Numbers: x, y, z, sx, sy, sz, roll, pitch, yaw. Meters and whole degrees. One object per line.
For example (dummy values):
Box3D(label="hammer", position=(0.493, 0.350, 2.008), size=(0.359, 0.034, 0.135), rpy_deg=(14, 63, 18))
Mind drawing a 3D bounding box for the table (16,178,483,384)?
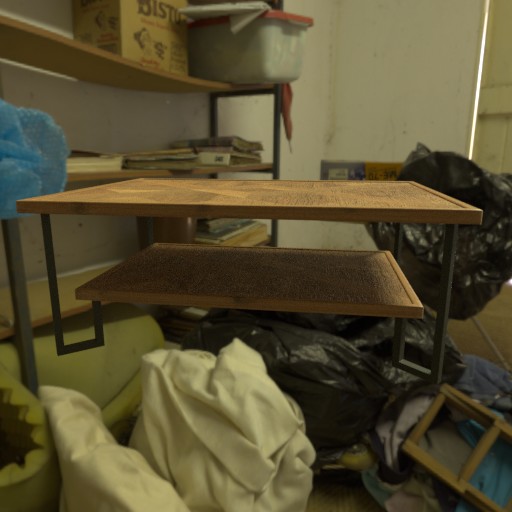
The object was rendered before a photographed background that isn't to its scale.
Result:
Box3D(label="table", position=(0.000, 0.000, 1.634), size=(1.238, 0.492, 0.877), rpy_deg=(2, 14, 8))
